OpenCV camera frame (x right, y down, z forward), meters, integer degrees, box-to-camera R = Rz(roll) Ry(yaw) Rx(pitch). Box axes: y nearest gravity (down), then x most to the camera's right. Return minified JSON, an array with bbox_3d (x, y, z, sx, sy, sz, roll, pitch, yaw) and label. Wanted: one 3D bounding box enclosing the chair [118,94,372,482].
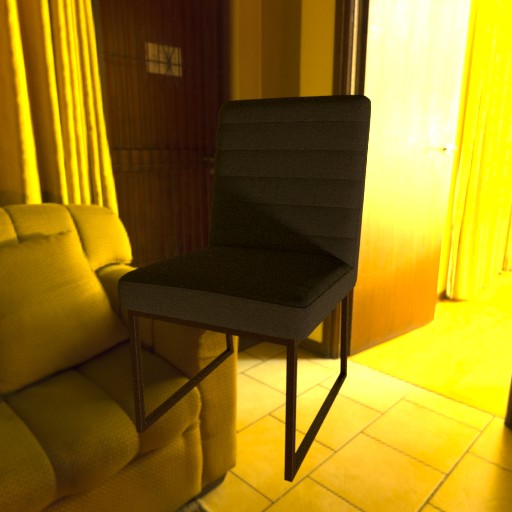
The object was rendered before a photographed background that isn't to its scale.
[{"bbox_3d":[0.000,0.000,1.300,0.520,0.930,0.634,6,15,24],"label":"chair"}]
